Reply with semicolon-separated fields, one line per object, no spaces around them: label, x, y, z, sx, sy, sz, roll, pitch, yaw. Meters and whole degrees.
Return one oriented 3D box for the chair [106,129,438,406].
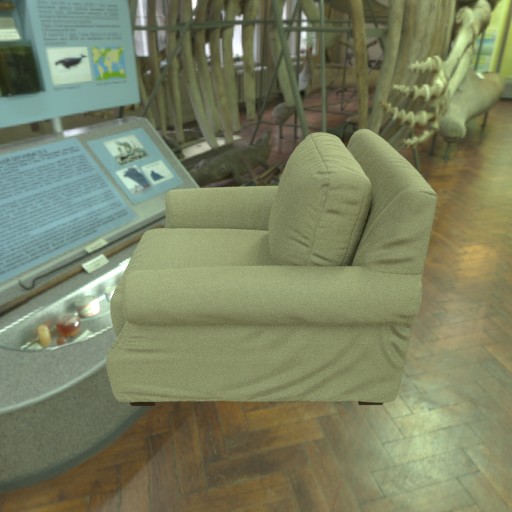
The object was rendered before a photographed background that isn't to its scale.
chair;0.000;0.000;1.767;1.066;0.866;0.940;0;28;0
